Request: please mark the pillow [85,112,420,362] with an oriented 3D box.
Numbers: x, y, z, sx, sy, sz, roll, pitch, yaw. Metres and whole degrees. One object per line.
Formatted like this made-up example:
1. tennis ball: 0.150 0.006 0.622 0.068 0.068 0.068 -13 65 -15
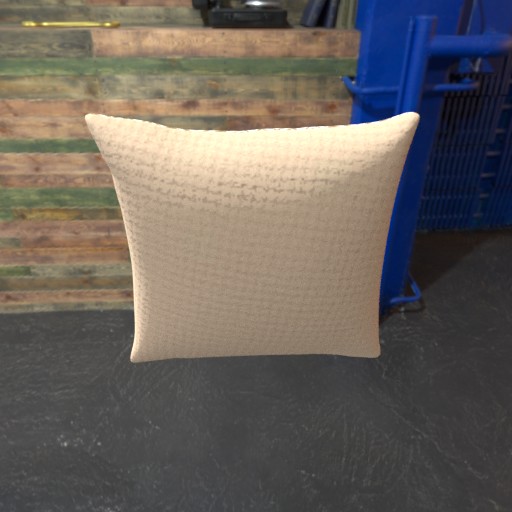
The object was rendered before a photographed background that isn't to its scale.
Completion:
1. pillow: 0.000 0.000 0.646 0.419 0.407 0.173 -1 31 -1
